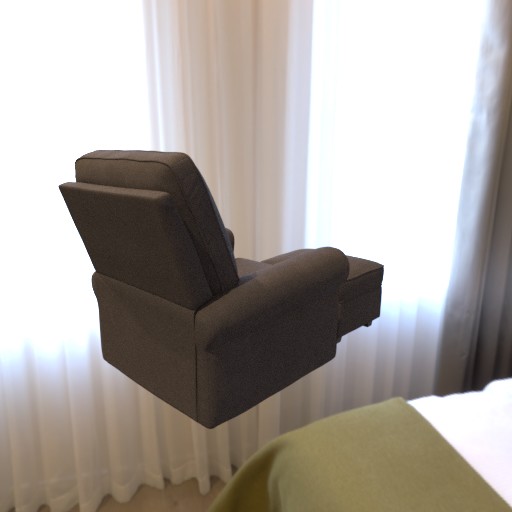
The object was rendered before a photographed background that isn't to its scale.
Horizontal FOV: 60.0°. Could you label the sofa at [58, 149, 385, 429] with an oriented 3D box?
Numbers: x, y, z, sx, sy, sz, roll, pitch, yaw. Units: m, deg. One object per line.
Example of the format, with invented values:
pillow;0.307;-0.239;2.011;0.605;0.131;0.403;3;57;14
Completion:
sofa;0.000;0.000;2.051;0.880;0.959;1.478;13;19;43
